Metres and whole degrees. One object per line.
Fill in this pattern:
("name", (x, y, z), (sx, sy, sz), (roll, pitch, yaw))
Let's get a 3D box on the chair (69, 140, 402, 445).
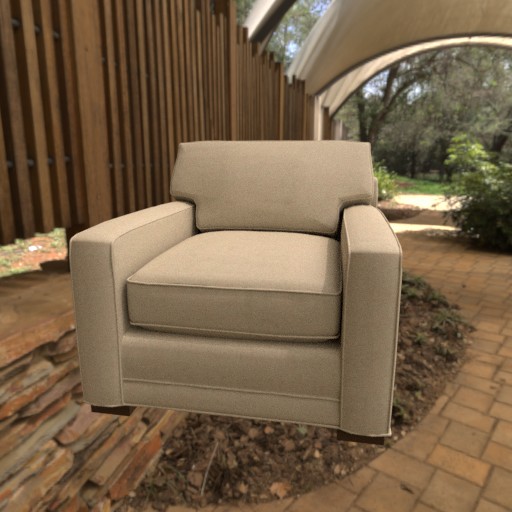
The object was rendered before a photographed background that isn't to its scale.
("chair", (0.000, 0.000, 1.777), (0.998, 0.913, 1.043), (2, 14, 10))
